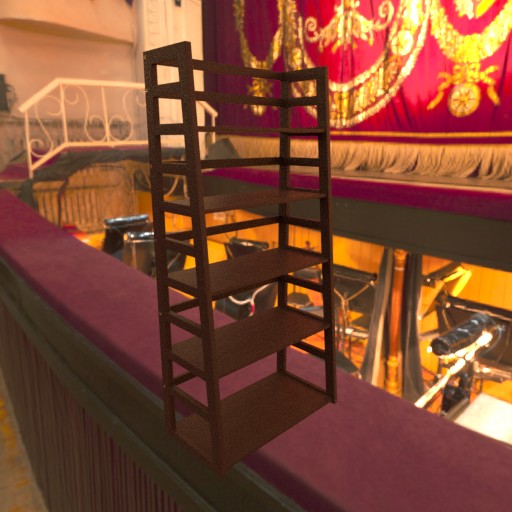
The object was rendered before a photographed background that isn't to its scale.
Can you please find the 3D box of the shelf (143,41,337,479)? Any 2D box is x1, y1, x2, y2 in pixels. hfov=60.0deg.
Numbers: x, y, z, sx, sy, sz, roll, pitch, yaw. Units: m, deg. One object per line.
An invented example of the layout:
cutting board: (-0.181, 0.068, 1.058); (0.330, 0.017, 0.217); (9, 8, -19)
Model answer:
shelf: (0.000, 0.000, 1.933); (0.763, 1.600, 0.403); (-14, 20, -42)
